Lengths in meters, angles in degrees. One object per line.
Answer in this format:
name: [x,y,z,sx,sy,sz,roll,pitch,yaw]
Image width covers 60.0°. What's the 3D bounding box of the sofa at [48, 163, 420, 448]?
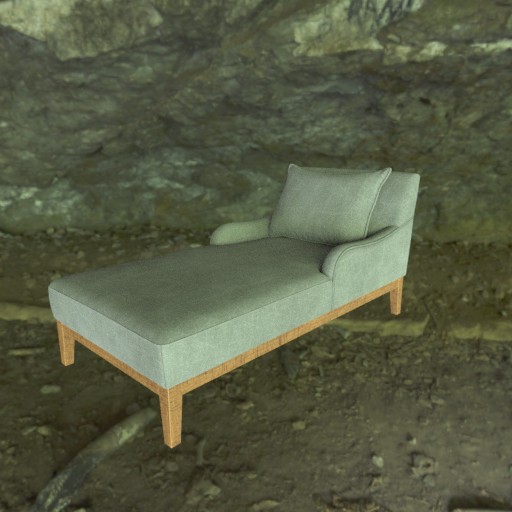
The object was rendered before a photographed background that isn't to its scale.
sofa: [0.000,0.000,2.271,0.894,0.859,1.779,14,20,42]
